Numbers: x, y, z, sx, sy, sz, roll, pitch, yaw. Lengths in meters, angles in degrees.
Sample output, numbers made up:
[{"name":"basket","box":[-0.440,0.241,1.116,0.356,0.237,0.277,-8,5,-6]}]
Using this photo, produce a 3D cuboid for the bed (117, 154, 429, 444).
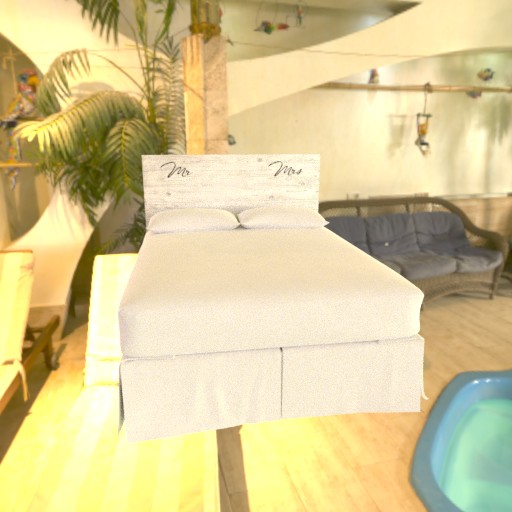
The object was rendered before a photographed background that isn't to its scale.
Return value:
[{"name":"bed","box":[0.000,0.000,3.155,1.745,1.335,2.094,-2,15,-9]}]
